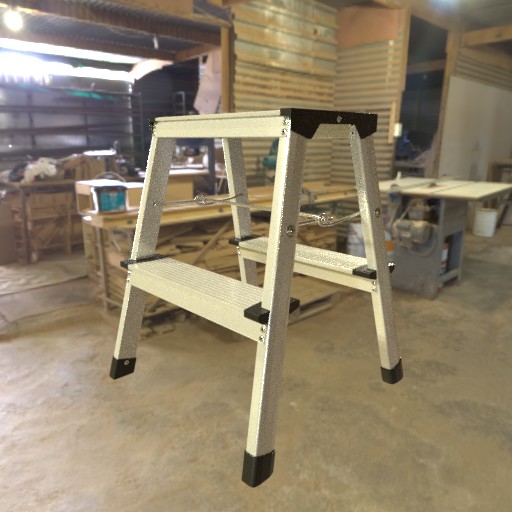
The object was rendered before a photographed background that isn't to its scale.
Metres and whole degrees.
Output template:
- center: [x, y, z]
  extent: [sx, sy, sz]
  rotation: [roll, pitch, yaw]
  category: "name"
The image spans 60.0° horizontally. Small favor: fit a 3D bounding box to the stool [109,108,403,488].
- center: [0.000, 0.000, 0.791]
  extent: [0.405, 0.480, 0.404]
  rotation: [-14, 20, -43]
  category: "stool"
